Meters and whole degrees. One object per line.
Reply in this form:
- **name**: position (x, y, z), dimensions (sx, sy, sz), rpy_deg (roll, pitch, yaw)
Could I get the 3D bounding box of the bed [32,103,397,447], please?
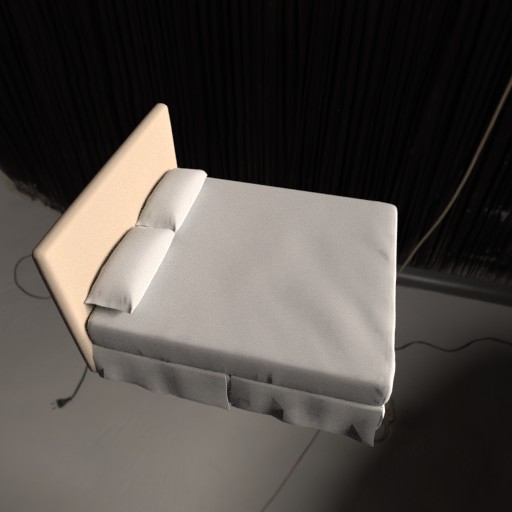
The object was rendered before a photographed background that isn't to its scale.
- **bed**: position (0.000, 0.000, 3.302), dimensions (2.142, 1.330, 1.884), rpy_deg (10, 46, 9)
